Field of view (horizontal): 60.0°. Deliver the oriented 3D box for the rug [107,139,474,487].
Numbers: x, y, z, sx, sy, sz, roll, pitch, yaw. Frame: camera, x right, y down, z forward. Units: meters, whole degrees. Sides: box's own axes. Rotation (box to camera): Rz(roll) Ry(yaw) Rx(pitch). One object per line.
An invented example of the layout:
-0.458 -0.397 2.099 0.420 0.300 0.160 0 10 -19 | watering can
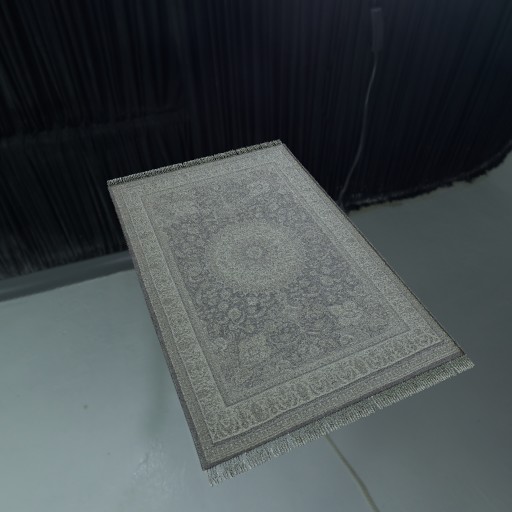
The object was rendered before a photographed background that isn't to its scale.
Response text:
0.000 0.000 2.943 1.528 0.010 2.440 -18 49 -16 | rug
